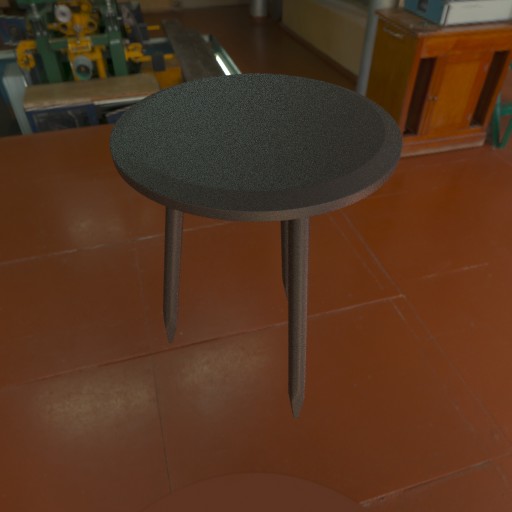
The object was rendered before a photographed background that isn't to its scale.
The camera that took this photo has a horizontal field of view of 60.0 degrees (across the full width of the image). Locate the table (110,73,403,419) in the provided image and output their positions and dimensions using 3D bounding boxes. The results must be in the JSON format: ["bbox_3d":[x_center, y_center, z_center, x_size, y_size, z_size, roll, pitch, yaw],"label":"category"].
[{"bbox_3d":[0.000,0.000,0.902,0.457,0.585,0.457,0,42,0],"label":"table"}]
